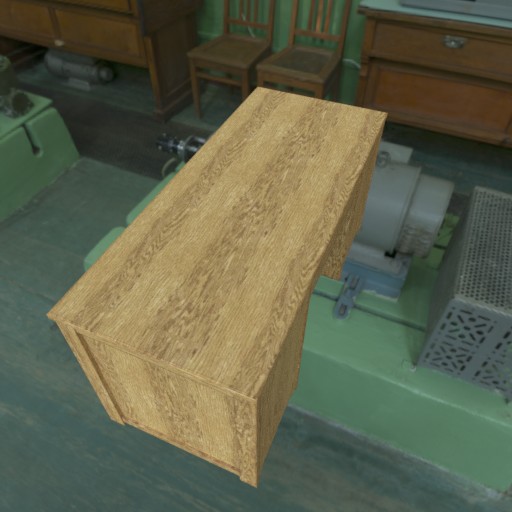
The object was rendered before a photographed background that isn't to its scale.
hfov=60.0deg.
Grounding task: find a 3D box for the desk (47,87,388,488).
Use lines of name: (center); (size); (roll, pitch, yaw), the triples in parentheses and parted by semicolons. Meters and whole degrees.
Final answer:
desk: (0.000, 0.000, 1.975); (0.685, 0.751, 1.567); (18, 49, 16)
